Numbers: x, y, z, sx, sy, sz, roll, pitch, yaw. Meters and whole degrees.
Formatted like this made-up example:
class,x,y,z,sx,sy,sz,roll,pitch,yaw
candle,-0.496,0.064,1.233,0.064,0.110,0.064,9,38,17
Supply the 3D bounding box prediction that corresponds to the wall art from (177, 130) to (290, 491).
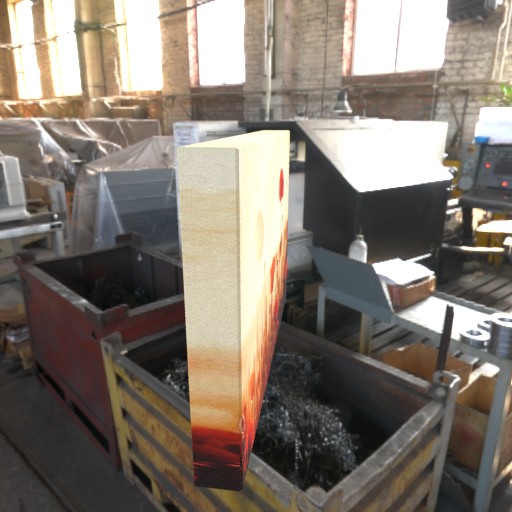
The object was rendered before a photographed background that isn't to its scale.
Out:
class,x,y,z,sx,sy,sz,roll,pitch,yaw
wall art,0.000,0.000,0.477,0.037,0.251,0.383,3,17,8
